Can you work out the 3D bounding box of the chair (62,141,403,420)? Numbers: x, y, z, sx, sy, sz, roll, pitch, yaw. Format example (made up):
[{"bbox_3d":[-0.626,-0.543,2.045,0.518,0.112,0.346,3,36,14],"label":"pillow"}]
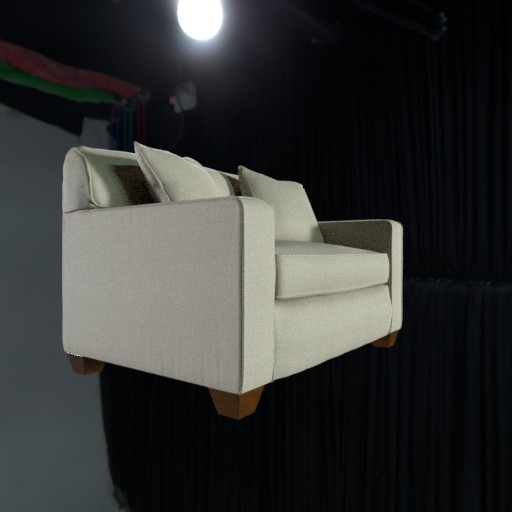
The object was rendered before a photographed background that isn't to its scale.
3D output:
[{"bbox_3d":[0.000,0.000,2.076,1.000,0.948,1.383,0,1,37],"label":"chair"}]
